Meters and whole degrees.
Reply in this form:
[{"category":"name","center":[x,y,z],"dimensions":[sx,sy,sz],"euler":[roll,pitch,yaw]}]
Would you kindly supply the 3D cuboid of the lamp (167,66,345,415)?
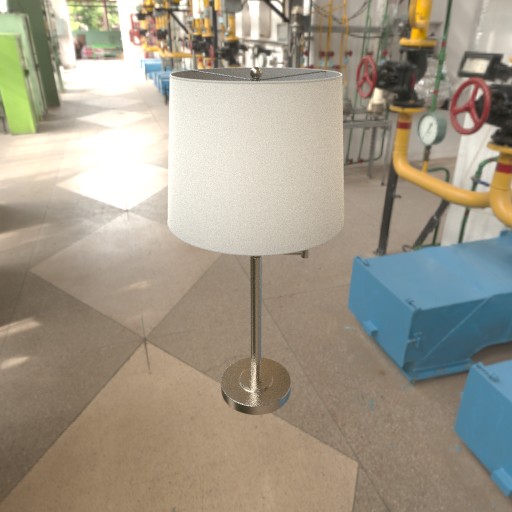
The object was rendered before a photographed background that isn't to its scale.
[{"category":"lamp","center":[0.000,0.000,0.884],"dimensions":[0.333,0.696,0.333],"euler":[0,27,0]}]
